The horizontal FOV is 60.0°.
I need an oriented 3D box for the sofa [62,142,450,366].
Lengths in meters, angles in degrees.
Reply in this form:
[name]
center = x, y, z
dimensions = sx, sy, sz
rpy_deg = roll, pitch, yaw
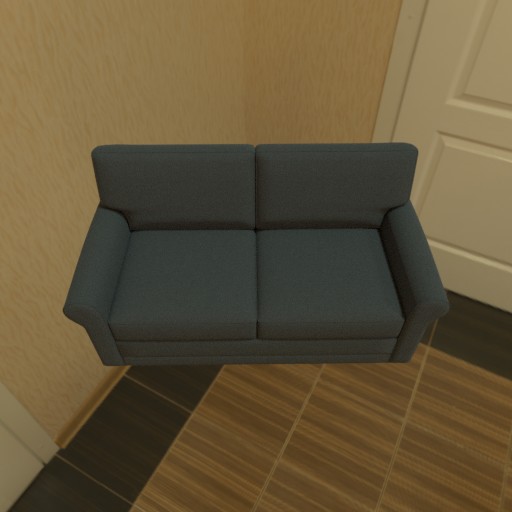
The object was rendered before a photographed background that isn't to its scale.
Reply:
[sofa]
center = 0.000, 0.000, 2.568
dimensions = 1.930, 1.020, 0.940
rpy_deg = -1, 47, 0
